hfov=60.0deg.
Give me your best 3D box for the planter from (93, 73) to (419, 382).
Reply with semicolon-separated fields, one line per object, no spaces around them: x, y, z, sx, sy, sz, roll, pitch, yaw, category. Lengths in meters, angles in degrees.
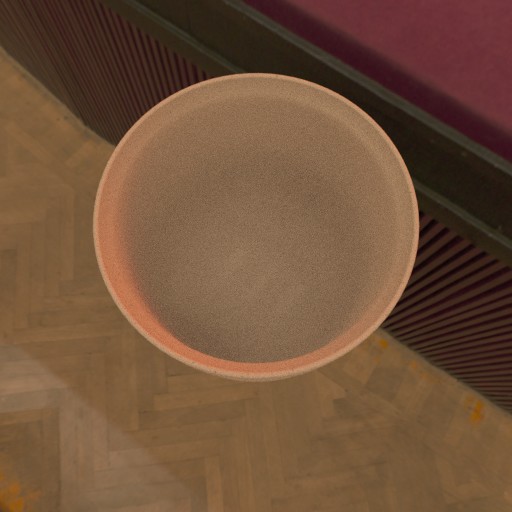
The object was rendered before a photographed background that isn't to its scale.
0.000;0.000;0.491;0.268;0.270;0.268;0;74;0;planter
